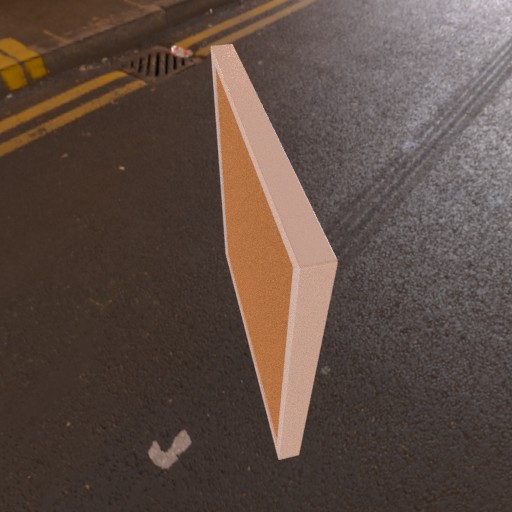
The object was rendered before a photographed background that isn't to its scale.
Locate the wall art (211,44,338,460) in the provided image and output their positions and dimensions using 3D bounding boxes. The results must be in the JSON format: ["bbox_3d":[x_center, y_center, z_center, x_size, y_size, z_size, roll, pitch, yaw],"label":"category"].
[{"bbox_3d":[0.000,0.000,0.760,0.038,0.508,0.508,-10,48,-9],"label":"wall art"}]
